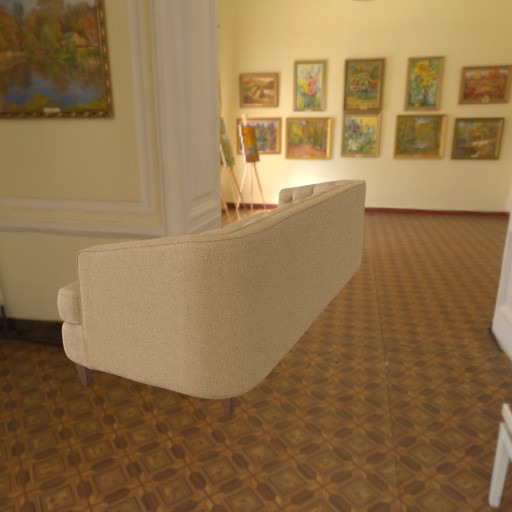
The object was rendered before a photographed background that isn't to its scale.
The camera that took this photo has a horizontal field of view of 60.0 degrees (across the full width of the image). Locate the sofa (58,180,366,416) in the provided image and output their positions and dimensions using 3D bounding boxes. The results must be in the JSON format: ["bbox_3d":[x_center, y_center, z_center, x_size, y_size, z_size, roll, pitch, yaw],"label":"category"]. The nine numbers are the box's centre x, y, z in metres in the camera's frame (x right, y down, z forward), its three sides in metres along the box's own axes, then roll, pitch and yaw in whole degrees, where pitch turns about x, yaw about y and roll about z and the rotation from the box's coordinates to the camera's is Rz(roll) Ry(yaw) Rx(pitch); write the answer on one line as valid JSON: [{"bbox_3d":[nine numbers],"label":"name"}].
[{"bbox_3d":[0.000,0.000,2.717,0.913,0.788,2.235,7,17,25],"label":"sofa"}]
